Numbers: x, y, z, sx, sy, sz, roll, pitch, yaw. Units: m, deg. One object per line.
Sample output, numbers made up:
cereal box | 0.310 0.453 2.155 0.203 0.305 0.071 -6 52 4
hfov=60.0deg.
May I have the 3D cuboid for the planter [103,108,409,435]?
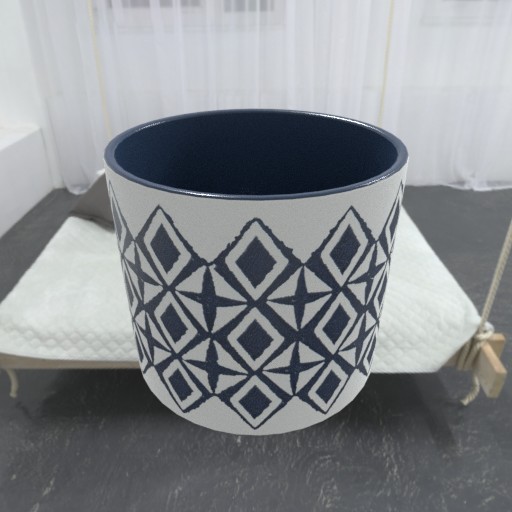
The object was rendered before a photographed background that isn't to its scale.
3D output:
planter | 0.000 0.000 0.314 0.182 0.165 0.182 0 30 0
